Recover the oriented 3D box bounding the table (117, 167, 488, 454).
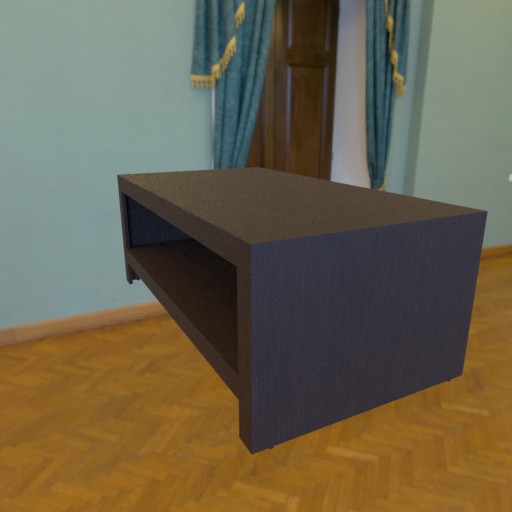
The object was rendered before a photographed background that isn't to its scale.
[{"bbox_3d":[0.000,0.000,1.389,0.597,0.424,1.099,-9,19,-26],"label":"table"}]
